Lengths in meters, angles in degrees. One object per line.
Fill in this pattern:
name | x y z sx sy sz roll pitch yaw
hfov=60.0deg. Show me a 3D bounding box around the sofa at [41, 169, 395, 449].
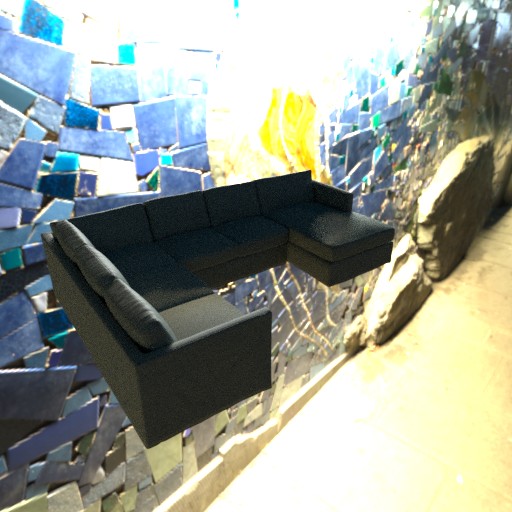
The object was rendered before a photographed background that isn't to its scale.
sofa | 0.000 0.000 4.447 3.460 0.882 2.427 -18 31 -32
